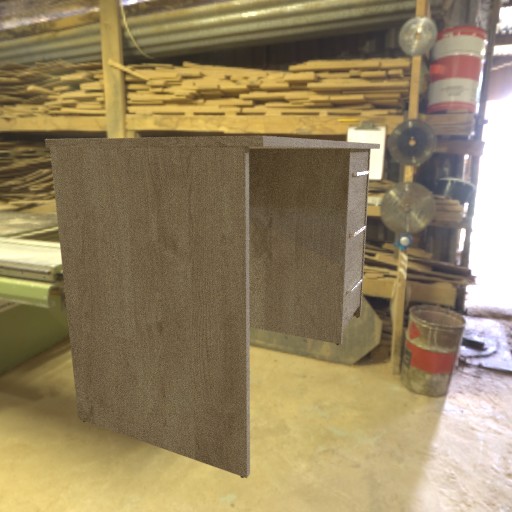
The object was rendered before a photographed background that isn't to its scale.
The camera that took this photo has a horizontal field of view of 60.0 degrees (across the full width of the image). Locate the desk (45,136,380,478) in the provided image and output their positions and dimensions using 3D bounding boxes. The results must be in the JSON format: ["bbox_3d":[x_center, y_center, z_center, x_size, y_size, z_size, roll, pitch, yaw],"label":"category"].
[{"bbox_3d":[0.000,0.000,1.477,0.560,0.735,1.097,6,15,25],"label":"desk"}]
